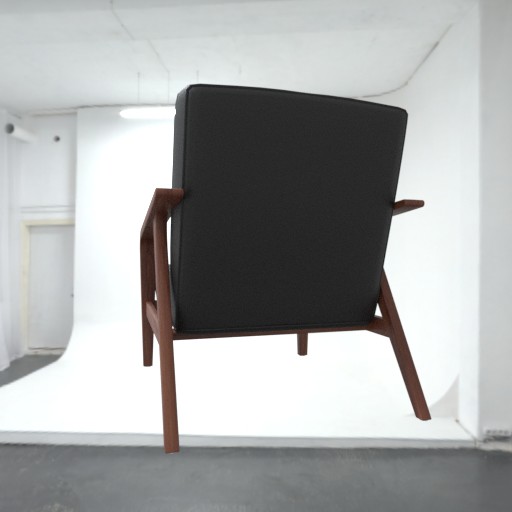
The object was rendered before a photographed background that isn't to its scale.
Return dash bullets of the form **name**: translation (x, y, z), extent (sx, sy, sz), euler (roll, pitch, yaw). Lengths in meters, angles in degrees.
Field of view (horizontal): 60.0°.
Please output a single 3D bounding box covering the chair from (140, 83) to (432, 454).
- **chair**: translation (0.000, 0.000, 1.480), extent (0.719, 0.861, 0.889), euler (0, 0, -17)
